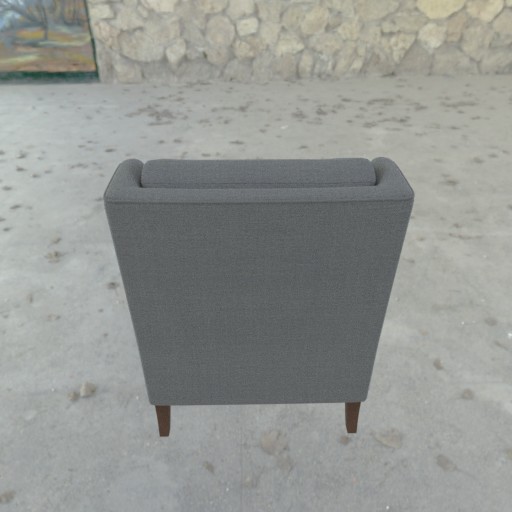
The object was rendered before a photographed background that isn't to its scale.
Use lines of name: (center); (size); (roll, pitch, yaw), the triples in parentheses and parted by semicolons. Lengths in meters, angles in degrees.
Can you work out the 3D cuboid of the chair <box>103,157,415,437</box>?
chair: (0.000, 0.000, 1.826); (0.866, 1.056, 1.040); (-1, 32, -1)
